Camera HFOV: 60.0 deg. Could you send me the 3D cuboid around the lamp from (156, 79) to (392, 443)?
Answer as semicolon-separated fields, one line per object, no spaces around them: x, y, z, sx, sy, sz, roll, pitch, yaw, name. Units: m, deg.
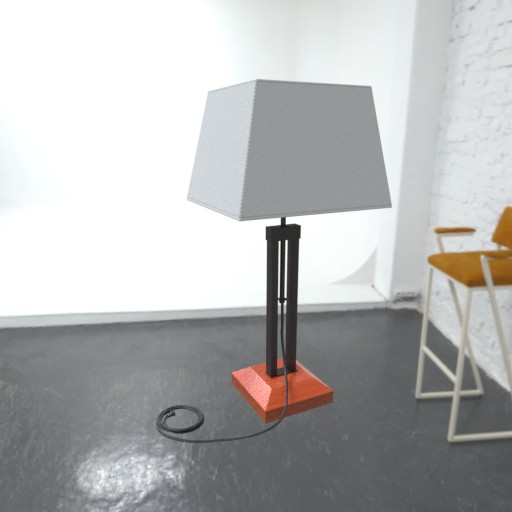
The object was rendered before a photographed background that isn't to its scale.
0.000;0.000;1.003;0.498;0.737;0.310;-7;17;-25;lamp
